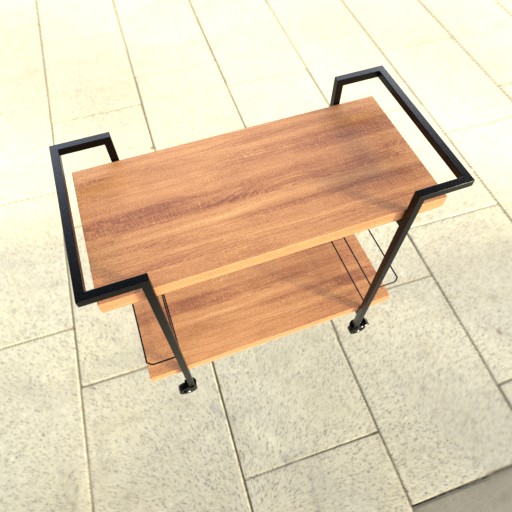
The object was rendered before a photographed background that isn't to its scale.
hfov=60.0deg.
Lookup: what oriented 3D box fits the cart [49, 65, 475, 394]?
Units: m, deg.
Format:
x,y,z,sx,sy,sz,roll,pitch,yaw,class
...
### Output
x,y,z,sx,sy,sz,roll,pitch,yaw,class
0.000,0.000,1.255,0.806,0.762,0.406,-17,60,-10,cart
